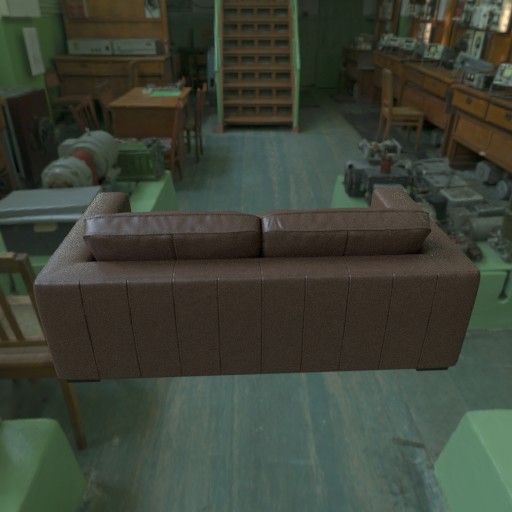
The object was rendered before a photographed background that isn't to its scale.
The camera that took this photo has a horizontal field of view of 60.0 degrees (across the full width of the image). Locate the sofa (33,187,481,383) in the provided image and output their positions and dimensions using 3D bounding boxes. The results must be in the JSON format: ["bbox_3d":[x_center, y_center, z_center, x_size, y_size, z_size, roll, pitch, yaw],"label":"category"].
[{"bbox_3d":[0.000,0.000,2.396,1.920,0.800,1.070,-1,29,-2],"label":"sofa"}]
